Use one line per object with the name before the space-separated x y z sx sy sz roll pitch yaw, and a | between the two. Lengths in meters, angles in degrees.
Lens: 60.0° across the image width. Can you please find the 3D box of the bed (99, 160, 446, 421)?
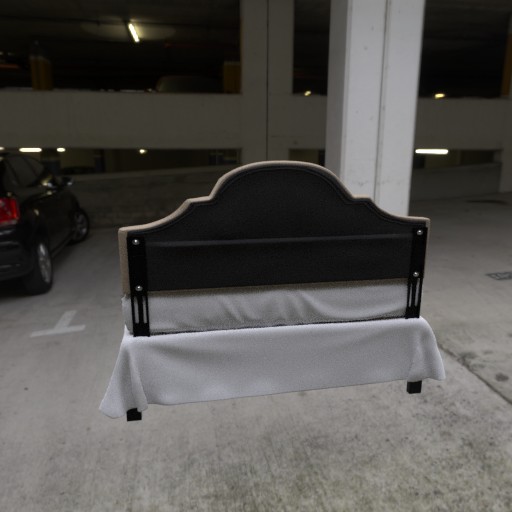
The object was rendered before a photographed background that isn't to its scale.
bed | 0.000 0.000 3.741 2.303 1.631 2.222 -2 14 -9
